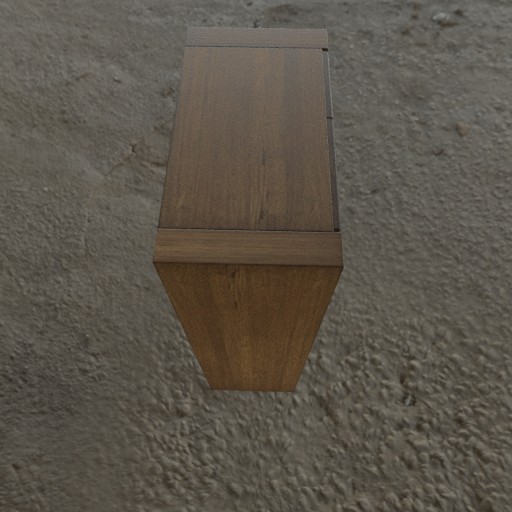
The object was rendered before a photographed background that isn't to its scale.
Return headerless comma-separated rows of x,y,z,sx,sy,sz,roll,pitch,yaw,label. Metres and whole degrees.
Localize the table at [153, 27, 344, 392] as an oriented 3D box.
0.000,0.000,2.479,0.600,2.000,1.100,1,63,1,table
